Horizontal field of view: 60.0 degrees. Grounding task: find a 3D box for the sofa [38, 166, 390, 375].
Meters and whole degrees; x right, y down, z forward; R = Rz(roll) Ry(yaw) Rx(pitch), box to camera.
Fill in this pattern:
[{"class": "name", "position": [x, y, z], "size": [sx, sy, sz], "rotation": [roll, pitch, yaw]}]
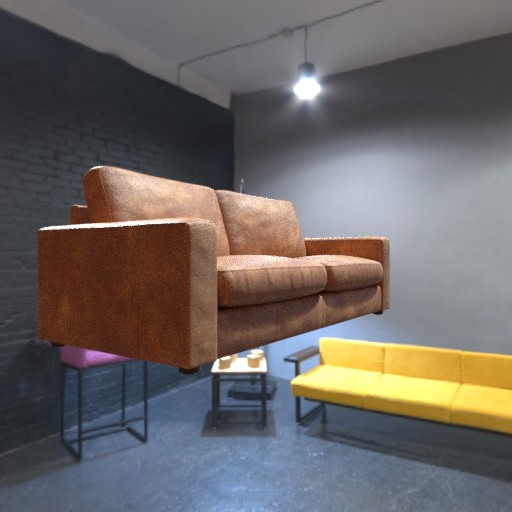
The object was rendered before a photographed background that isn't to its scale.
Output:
[{"class": "sofa", "position": [0.000, 0.000, 2.696], "size": [1.016, 0.873, 2.179], "rotation": [0, 0, 35]}]
